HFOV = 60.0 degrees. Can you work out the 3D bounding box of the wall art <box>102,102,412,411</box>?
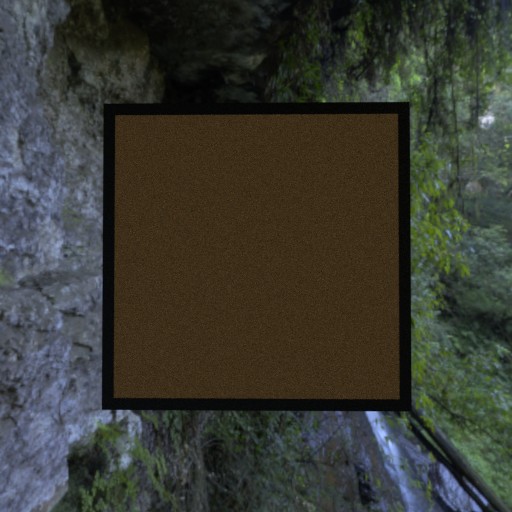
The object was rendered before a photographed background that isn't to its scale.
[{"bbox_3d":[0.000,0.000,0.749,0.508,0.508,0.038,0,-1,1],"label":"wall art"}]
